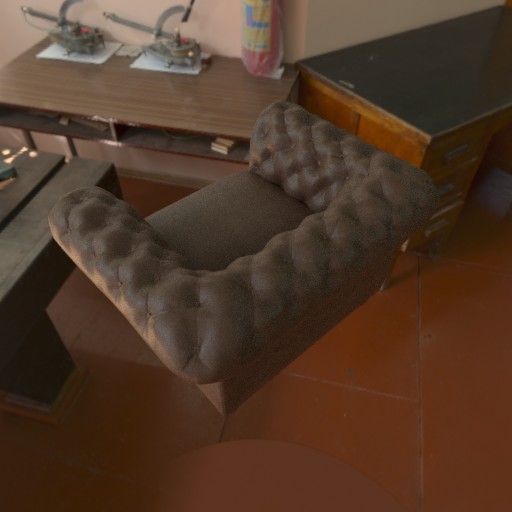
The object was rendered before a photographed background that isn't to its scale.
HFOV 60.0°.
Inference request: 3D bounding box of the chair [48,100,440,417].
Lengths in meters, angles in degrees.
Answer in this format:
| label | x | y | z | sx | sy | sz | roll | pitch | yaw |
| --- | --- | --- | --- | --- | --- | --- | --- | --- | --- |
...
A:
| label | x | y | z | sx | sy | sz | roll | pitch | yaw |
| --- | --- | --- | --- | --- | --- | --- | --- | --- | --- |
| chair | 0.000 | 0.000 | 1.910 | 1.298 | 0.784 | 0.954 | -33 | 54 | -28 |
